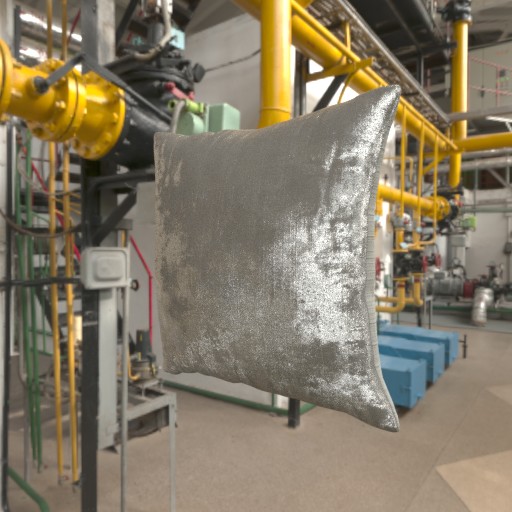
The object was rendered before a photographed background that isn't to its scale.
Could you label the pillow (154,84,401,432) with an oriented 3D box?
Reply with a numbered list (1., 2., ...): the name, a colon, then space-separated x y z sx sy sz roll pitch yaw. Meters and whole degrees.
1. pillow: 0.000 0.000 0.719 0.470 0.464 0.175 1 1 36
